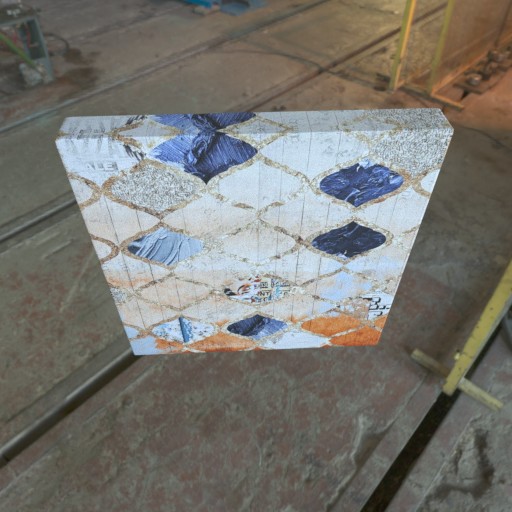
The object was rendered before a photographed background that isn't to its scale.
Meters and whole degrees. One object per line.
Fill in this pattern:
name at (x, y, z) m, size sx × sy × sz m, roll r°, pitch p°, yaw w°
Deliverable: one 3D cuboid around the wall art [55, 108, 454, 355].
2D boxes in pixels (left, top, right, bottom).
wall art at (0.000, 0.000, 0.456) m, size 0.303 × 0.304 × 0.036 m, roll -2°, pitch 46°, yaw -2°
